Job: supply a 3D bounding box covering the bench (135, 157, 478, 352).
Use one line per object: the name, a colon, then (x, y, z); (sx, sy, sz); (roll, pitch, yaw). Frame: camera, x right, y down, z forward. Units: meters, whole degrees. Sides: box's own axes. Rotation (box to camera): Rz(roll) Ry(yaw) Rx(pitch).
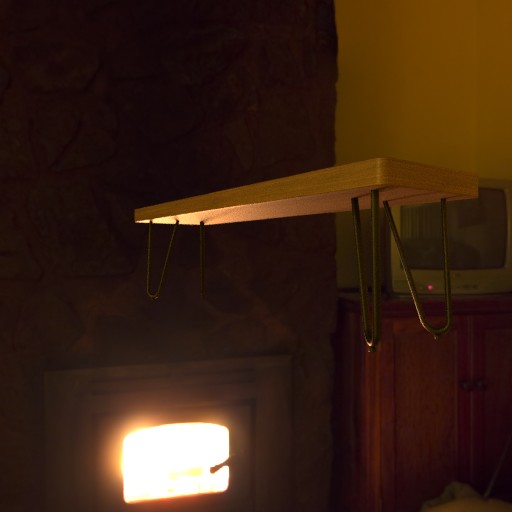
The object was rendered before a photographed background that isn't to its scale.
bench: (0.000, 0.000, 1.750); (0.425, 0.462, 1.570); (0, 1, -35)
